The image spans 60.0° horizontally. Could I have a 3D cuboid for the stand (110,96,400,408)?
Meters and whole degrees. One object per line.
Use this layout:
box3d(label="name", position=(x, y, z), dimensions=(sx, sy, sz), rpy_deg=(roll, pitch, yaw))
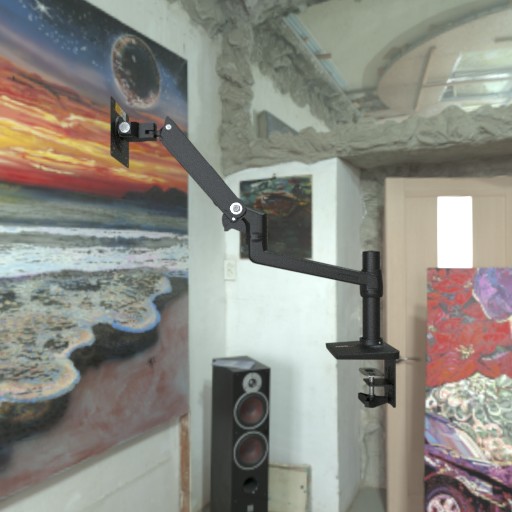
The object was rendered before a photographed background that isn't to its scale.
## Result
box3d(label="stand", position=(0.000, 0.000, 1.057), dimensions=(0.650, 0.713, 0.152), rpy_deg=(0, -1, -1))
